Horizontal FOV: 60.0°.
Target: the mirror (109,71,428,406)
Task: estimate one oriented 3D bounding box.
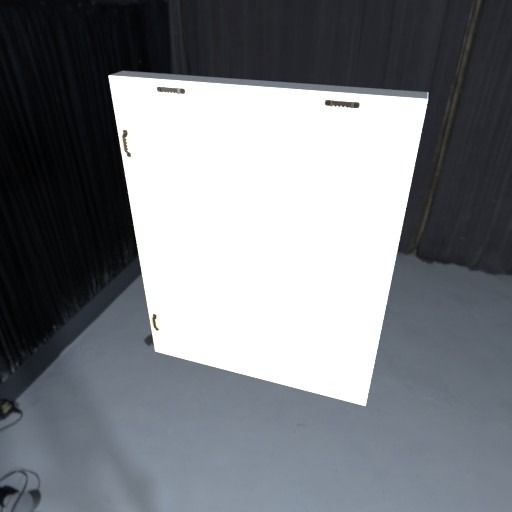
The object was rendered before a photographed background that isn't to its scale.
[{"bbox_3d":[0.000,0.000,0.687,0.406,0.509,0.041,10,34,16],"label":"mirror"}]
